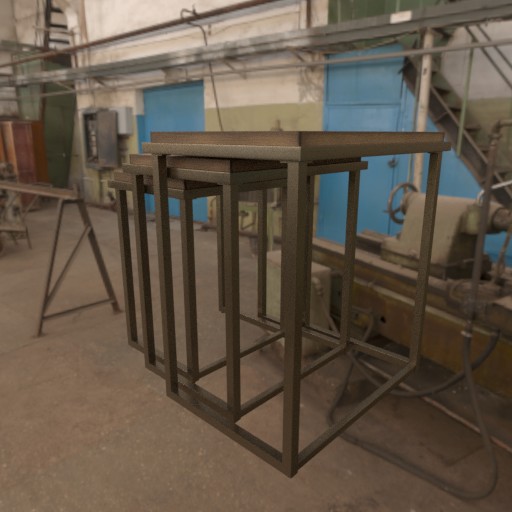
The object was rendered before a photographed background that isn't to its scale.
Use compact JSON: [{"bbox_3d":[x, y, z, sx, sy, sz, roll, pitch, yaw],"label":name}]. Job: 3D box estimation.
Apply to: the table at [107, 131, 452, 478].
[{"bbox_3d":[0.000,0.000,1.130,0.706,0.610,0.559,14,21,42],"label":"table"}]
